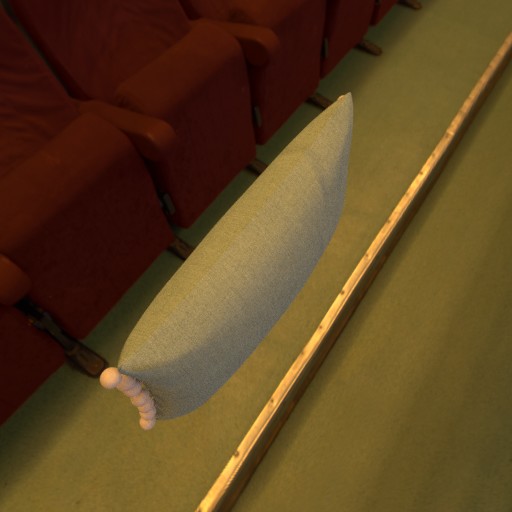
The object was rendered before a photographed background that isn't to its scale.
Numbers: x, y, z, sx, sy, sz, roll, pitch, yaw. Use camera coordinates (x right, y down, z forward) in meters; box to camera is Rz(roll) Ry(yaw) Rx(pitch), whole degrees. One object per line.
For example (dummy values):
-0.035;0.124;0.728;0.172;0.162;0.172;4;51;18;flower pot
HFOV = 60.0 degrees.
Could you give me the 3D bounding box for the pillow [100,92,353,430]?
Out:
0.000;0.000;0.847;0.201;0.322;0.709;30;63;17;pillow
